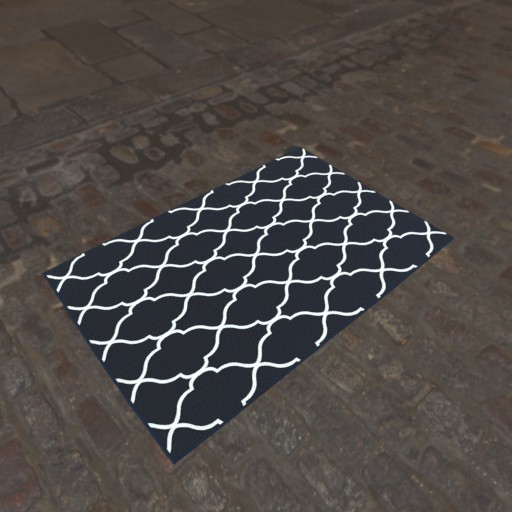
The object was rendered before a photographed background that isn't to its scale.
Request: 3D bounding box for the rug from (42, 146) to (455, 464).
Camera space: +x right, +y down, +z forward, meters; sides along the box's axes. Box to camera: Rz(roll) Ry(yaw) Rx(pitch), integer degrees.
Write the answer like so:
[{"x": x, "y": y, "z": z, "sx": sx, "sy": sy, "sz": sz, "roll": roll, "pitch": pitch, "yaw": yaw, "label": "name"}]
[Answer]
[{"x": 0.000, "y": 0.000, "z": 2.917, "sx": 2.294, "sy": 0.014, "sz": 1.528, "roll": -32, "pitch": 54, "yaw": -27, "label": "rug"}]
